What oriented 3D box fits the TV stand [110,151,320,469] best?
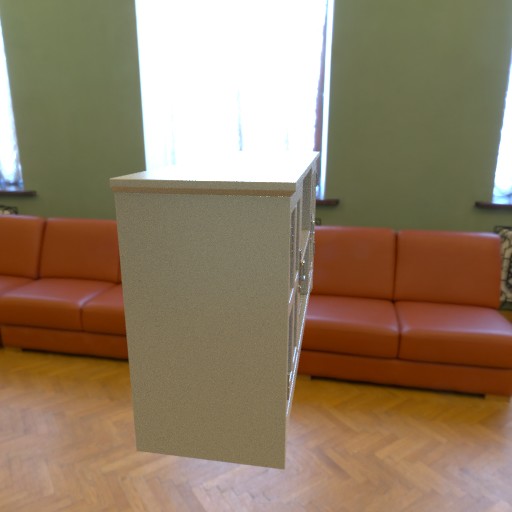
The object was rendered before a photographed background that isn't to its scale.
[{"bbox_3d":[0.000,0.000,1.421,0.344,0.603,1.167,3,16,10],"label":"TV stand"}]
